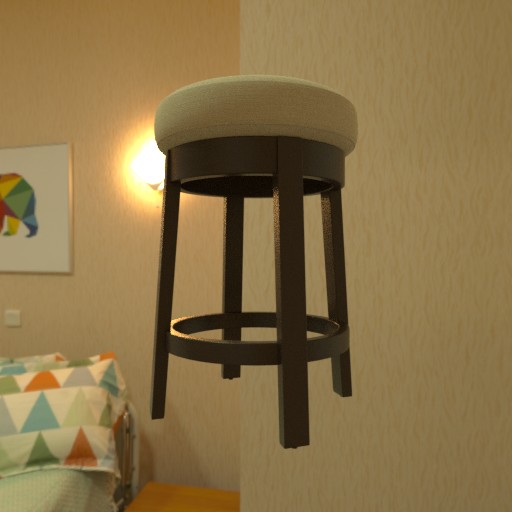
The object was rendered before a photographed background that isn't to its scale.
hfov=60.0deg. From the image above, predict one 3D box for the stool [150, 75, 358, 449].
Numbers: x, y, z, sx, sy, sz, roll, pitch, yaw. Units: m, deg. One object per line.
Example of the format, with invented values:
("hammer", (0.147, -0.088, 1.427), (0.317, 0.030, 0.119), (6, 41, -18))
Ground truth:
("stool", (0.000, 0.000, 0.961), (0.449, 0.655, 0.449), (0, 1, 0))
